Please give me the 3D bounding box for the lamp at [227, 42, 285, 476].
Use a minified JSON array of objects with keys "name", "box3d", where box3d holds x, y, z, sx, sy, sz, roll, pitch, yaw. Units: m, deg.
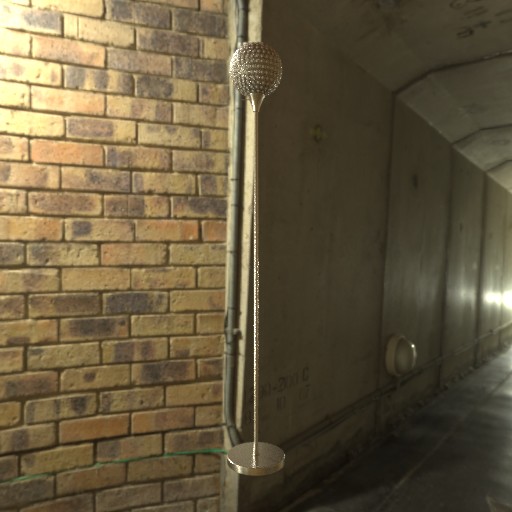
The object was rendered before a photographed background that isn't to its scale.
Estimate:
[{"name":"lamp","box3d":[0.000,0.000,1.939,0.254,1.805,0.254,0,1,0]}]
